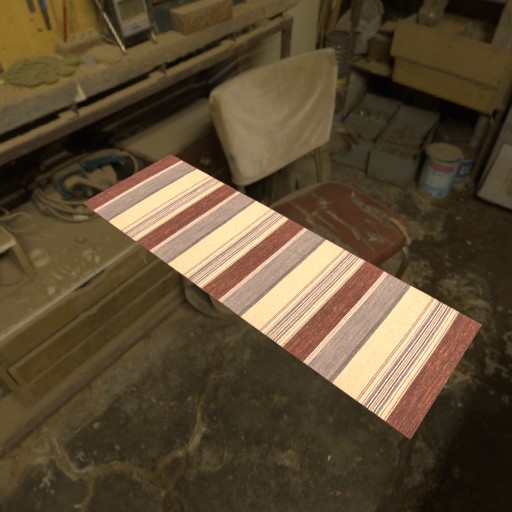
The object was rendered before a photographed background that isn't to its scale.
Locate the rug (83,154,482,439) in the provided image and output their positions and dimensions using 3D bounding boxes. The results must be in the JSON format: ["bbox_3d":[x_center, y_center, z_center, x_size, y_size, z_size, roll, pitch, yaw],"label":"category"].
[{"bbox_3d":[0.000,0.000,2.665,2.437,0.006,0.792,32,54,27],"label":"rug"}]
